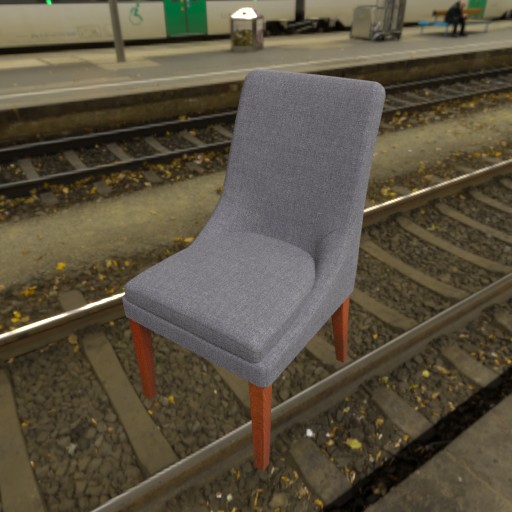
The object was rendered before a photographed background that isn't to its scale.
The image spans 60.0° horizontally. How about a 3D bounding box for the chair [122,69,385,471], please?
[{"bbox_3d":[0.000,0.000,1.345,0.508,0.952,0.655,20,36,29],"label":"chair"}]
